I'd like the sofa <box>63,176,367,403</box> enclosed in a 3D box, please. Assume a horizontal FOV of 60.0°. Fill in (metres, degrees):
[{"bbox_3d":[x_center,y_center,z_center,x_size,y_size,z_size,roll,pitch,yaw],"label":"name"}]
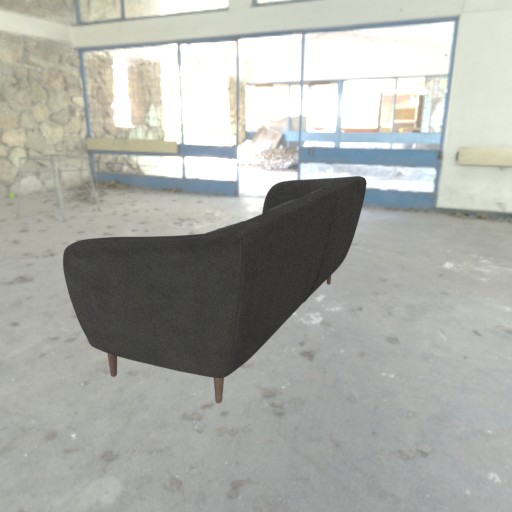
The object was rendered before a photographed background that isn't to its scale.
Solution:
[{"bbox_3d":[0.000,0.000,2.772,0.956,0.875,2.296,8,18,24],"label":"sofa"}]
